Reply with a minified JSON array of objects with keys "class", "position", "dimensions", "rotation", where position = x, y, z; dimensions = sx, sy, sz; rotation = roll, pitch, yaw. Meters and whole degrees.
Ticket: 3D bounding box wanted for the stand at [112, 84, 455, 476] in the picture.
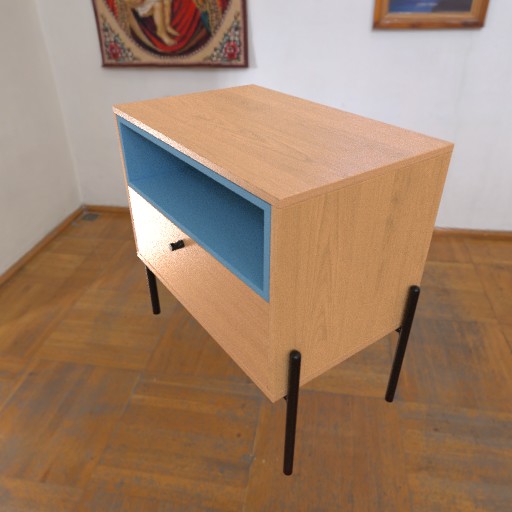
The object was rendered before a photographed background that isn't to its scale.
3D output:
[{"class":"stand","position":[0.000,0.000,1.004],"dimensions":[0.400,0.600,0.630],"rotation":[-21,38,-30]}]
